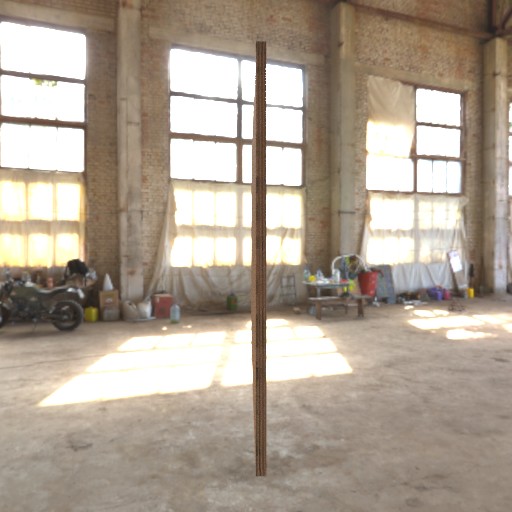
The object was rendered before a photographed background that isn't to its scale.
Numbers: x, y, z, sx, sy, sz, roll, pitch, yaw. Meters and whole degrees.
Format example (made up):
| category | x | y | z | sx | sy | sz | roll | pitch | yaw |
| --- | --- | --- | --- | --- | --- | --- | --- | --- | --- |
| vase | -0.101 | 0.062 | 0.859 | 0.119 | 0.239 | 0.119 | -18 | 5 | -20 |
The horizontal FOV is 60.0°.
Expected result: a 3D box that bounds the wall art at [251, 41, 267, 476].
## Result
| category | x | y | z | sx | sy | sz | roll | pitch | yaw |
| --- | --- | --- | --- | --- | --- | --- | --- | --- | --- |
| wall art | 0.000 | 0.000 | 0.669 | 0.010 | 0.408 | 0.508 | 0 | 1 | -1 |
